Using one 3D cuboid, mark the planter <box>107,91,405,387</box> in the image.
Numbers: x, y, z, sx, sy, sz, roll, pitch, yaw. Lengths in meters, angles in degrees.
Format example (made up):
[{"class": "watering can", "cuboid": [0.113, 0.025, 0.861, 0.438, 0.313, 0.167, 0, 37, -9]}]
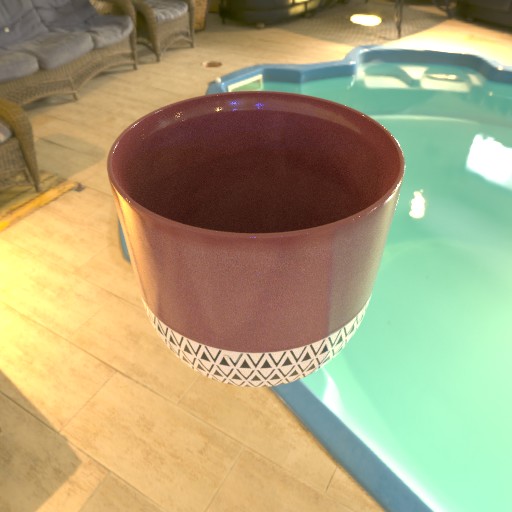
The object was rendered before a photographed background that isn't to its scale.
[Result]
[{"class": "planter", "cuboid": [0.000, 0.000, 0.495, 0.266, 0.270, 0.266, 0, 41, 0]}]
